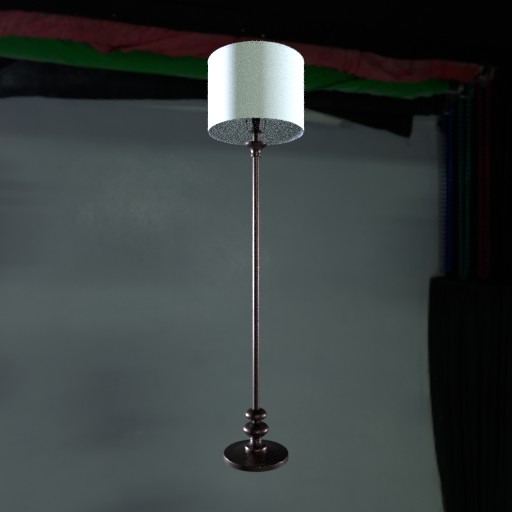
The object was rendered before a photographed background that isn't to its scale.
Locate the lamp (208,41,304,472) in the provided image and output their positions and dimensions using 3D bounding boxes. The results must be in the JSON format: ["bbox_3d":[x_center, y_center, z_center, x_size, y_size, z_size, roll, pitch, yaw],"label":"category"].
[{"bbox_3d":[0.000,0.000,1.652,0.356,1.487,0.356,0,-1,-18],"label":"lamp"}]
